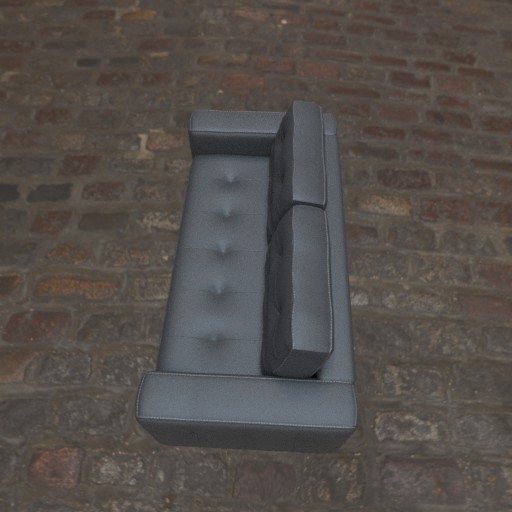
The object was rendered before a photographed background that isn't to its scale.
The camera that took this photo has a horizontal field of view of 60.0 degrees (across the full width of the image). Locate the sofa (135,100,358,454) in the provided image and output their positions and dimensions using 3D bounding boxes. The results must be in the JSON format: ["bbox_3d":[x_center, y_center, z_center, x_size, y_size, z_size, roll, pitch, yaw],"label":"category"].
[{"bbox_3d":[0.000,0.000,2.205,0.833,0.893,1.726,2,57,1],"label":"sofa"}]
